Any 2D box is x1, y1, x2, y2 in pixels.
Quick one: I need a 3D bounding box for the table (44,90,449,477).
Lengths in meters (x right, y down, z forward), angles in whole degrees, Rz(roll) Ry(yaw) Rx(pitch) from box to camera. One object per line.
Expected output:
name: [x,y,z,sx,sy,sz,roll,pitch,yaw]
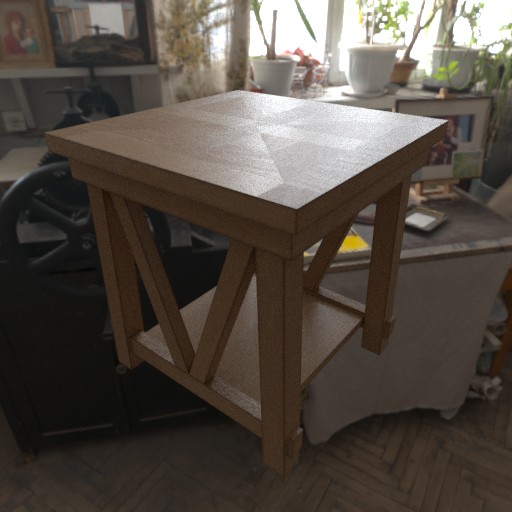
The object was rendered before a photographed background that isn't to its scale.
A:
table: [0.000,0.000,1.101,0.612,0.638,0.610,21,36,32]
